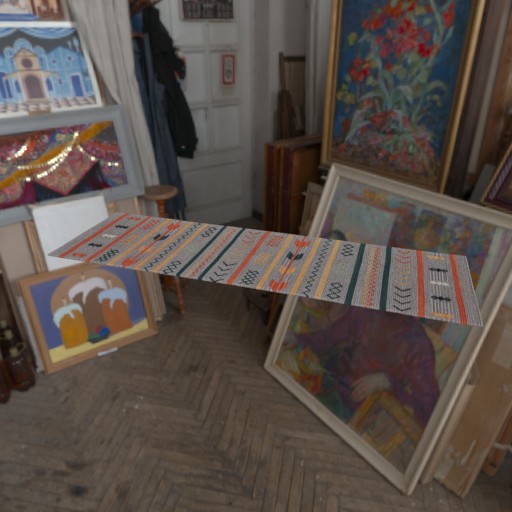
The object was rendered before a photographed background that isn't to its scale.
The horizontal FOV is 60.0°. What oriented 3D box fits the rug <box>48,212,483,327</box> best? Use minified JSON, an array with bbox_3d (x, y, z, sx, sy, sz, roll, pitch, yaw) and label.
[{"bbox_3d":[0.000,0.000,2.671,2.419,0.022,0.744,8,28,16],"label":"rug"}]
